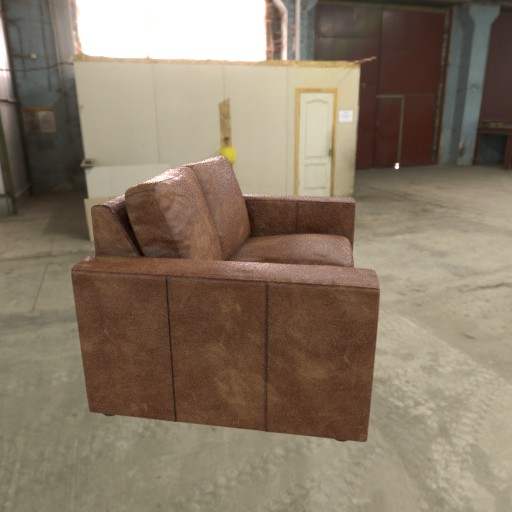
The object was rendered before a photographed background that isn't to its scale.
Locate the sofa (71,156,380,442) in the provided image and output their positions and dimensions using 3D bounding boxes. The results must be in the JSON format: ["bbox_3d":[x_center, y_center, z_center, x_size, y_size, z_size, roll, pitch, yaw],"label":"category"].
[{"bbox_3d":[0.000,0.000,2.242,1.041,0.889,1.626,3,18,9],"label":"sofa"}]
